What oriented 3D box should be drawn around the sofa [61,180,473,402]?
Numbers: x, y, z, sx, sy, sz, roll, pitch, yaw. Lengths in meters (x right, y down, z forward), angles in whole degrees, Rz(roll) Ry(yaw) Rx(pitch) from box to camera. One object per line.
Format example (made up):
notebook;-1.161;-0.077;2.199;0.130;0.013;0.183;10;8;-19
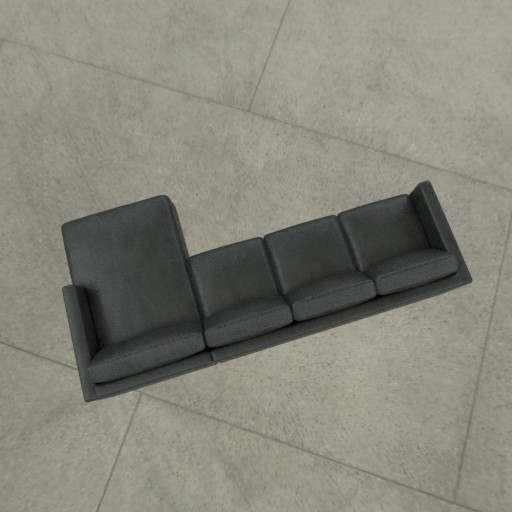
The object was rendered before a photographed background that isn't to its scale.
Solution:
sofa;0.000;0.000;3.933;3.203;0.883;1.581;-16;77;-4
